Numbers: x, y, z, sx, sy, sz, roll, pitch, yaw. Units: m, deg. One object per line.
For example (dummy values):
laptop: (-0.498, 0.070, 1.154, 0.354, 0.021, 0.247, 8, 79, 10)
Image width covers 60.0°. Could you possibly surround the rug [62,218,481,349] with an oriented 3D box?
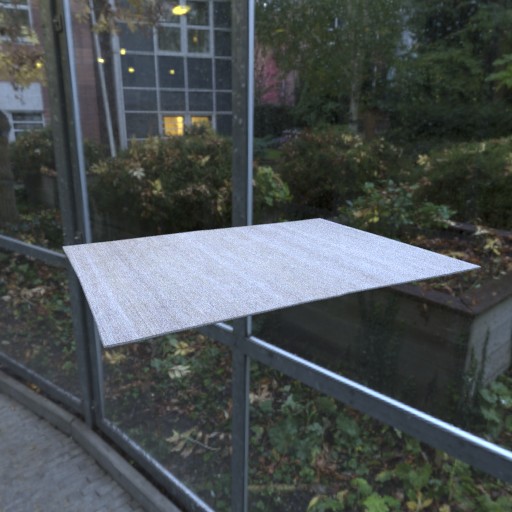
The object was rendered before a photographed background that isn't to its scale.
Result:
rug: (0.000, 0.000, 4.258, 3.245, 0.046, 2.467, -8, 18, -26)
